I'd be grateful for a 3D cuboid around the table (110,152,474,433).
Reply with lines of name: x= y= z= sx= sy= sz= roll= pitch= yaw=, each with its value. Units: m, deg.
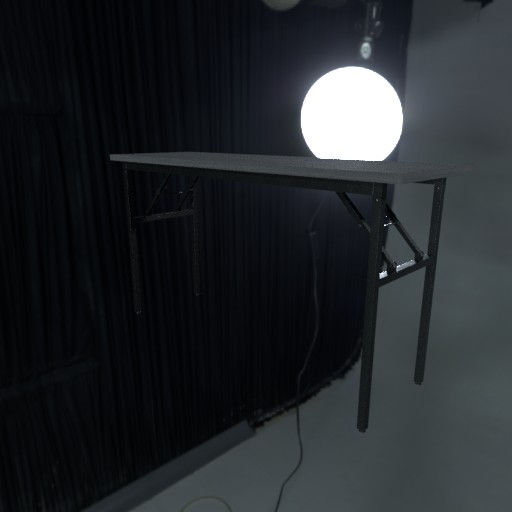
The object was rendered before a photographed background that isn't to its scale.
table: x=0.000 y=0.000 z=1.745 sx=0.449 sy=0.750 sz=1.399 roll=-15 pitch=21 yaw=-43
